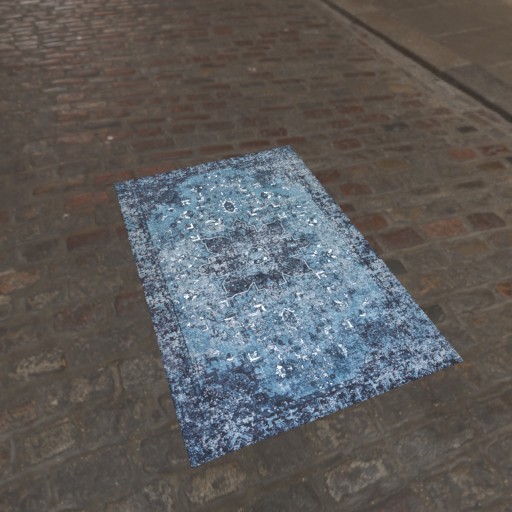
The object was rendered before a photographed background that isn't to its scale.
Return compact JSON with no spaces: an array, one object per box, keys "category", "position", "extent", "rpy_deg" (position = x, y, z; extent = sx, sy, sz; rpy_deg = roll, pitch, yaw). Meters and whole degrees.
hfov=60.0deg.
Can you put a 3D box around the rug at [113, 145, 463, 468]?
[{"category":"rug","position":[0.000,0.000,2.355],"extent":[1.219,0.005,1.828],"rpy_deg":[-16,48,-15]}]
